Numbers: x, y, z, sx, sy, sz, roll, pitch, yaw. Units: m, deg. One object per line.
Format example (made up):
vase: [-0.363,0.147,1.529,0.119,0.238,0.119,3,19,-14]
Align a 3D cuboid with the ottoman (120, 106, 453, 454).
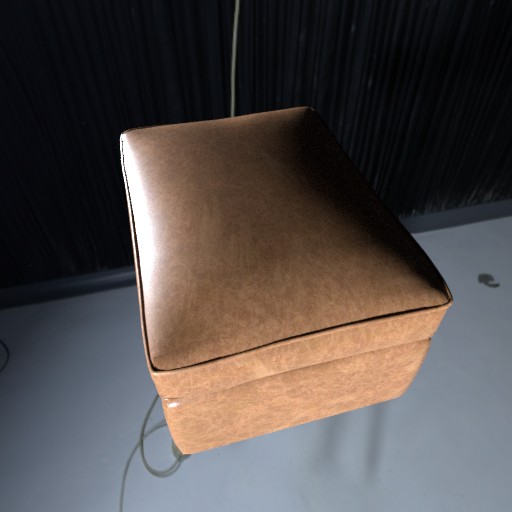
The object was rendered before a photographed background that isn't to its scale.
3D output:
ottoman: [0.000,0.000,1.102,0.554,0.468,0.756,-11,47,-11]
